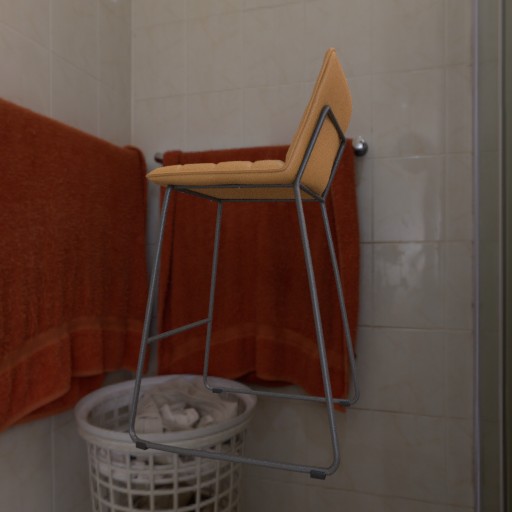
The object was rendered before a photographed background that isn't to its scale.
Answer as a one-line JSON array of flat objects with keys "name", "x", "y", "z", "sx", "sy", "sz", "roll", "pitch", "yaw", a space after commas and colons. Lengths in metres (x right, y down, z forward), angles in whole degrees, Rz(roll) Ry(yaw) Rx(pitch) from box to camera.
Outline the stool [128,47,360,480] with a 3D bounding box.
[{"name": "stool", "x": 0.000, "y": 0.000, "z": 1.229, "sx": 0.524, "sy": 0.936, "sz": 0.489, "roll": 0, "pitch": 0, "yaw": 18}]
